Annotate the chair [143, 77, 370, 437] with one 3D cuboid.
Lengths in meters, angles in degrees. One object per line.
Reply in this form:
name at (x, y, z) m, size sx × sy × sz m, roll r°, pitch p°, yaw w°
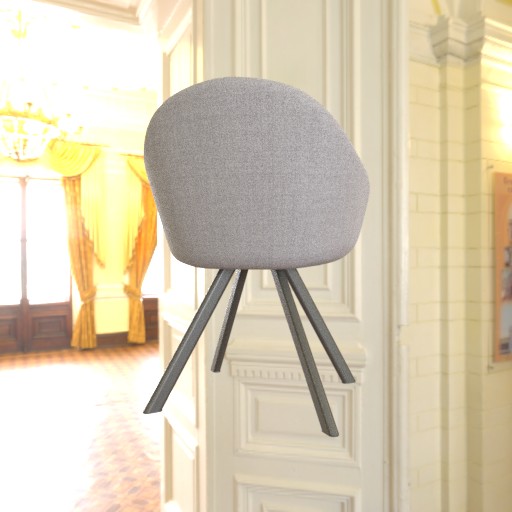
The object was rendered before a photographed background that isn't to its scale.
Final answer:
chair at (0.000, 0.000, 1.217) m, size 0.590 × 0.795 × 0.550 m, roll 0°, pitch 0°, yaw 17°
